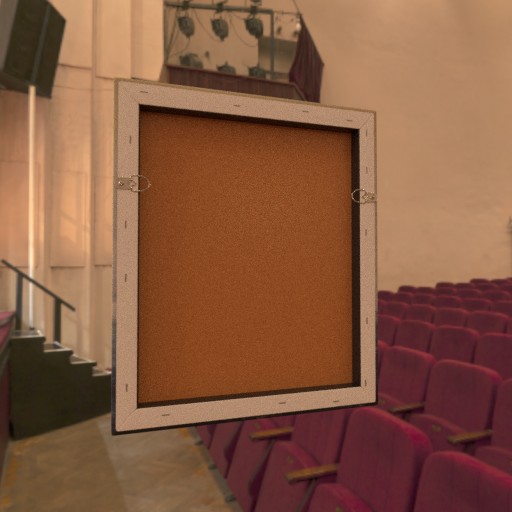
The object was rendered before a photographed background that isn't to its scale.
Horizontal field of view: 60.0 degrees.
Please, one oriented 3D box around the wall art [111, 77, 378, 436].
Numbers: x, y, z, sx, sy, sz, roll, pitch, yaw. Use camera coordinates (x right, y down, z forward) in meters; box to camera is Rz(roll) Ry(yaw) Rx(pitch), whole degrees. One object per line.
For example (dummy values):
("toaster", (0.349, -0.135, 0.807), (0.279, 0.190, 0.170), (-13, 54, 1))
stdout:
("wall art", (0.000, 0.000, 0.985), (0.608, 0.710, 0.041), (0, -1, -19))
